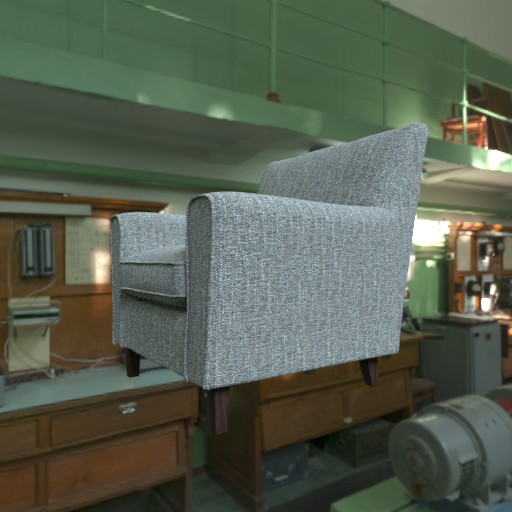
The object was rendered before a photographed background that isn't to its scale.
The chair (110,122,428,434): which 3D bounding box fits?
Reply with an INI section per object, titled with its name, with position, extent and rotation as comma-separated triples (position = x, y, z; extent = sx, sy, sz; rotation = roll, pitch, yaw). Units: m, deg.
[chair]
position = 0.000, 0.000, 1.640
extent = 0.873, 0.928, 0.864
rotation = 0, 0, -35
